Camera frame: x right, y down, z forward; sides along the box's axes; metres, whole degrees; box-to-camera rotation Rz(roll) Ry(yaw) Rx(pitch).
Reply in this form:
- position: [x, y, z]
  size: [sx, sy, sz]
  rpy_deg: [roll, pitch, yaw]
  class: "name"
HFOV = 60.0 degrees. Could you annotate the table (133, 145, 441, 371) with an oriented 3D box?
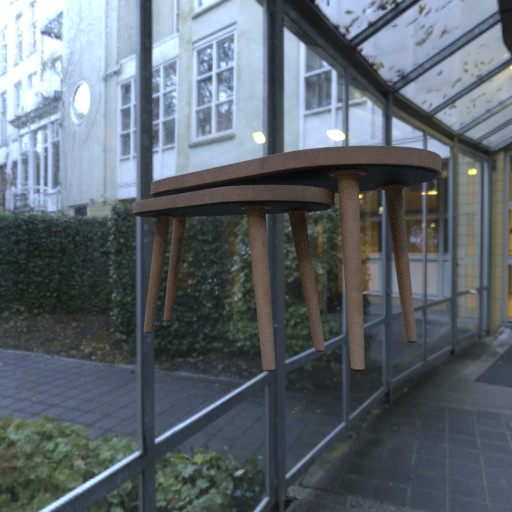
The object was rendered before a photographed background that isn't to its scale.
- position: [0.000, 0.000, 1.568]
  size: [1.190, 0.595, 0.701]
  rpy_deg: [1, 1, 37]
  class: "table"
